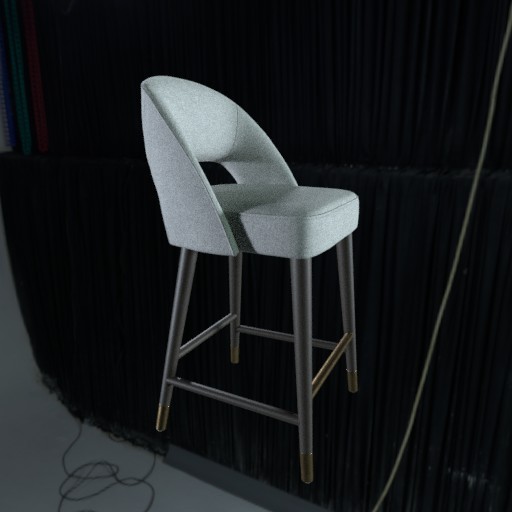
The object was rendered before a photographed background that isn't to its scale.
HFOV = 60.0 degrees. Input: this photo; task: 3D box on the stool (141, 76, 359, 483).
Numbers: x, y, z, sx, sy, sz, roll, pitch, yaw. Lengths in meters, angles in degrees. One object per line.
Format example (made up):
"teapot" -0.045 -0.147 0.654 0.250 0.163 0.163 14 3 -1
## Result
"stool" 0.000 0.000 1.216 0.509 0.940 0.494 7 17 25
